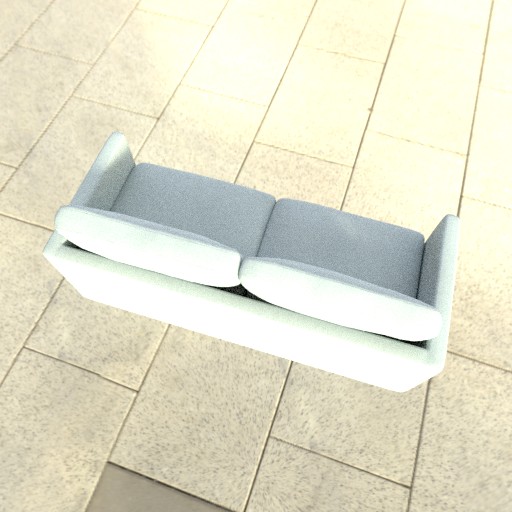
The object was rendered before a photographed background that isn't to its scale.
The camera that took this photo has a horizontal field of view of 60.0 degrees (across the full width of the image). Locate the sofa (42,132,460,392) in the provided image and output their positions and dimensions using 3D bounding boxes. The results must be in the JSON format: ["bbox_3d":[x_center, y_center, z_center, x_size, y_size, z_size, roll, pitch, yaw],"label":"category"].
[{"bbox_3d":[0.000,0.000,2.722,2.208,0.965,0.951,15,65,7],"label":"sofa"}]
